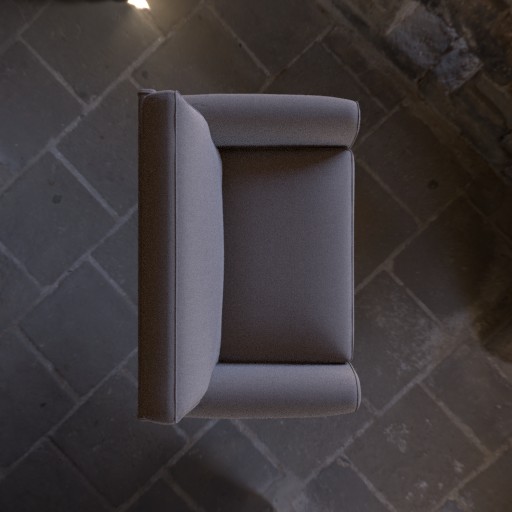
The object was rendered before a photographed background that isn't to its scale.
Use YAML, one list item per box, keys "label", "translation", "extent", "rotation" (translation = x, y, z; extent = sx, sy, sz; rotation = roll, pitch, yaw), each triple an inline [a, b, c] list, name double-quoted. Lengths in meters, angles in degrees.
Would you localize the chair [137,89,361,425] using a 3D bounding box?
- label: "chair"
  translation: [0.000, 0.000, 2.020]
  extent: [0.930, 0.930, 1.390]
  rotation: [0, 90, 0]
